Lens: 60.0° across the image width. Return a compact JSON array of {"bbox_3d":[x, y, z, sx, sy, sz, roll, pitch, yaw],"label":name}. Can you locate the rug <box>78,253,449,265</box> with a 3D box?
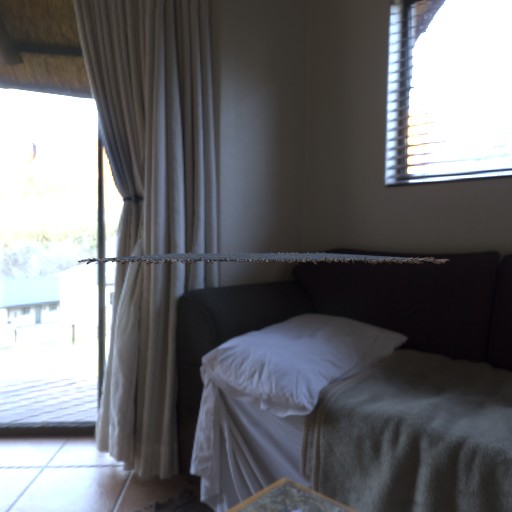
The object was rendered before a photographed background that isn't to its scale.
[{"bbox_3d":[0.000,0.000,2.345,1.181,0.028,1.936,0,1,-1],"label":"rug"}]
